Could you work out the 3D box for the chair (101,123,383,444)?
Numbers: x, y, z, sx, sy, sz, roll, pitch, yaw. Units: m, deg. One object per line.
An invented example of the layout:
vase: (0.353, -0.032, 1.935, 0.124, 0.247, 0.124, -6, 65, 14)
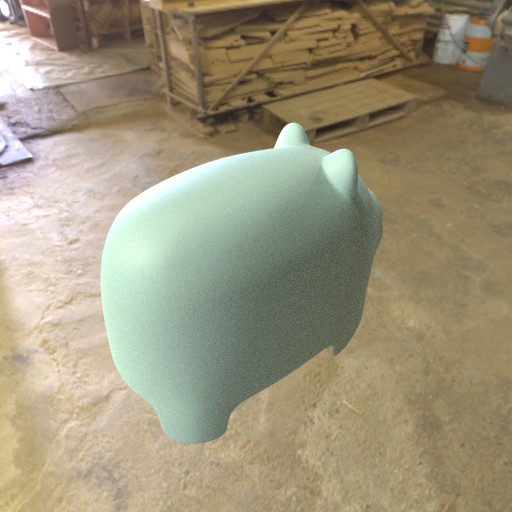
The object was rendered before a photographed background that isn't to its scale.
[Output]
chair: (0.000, 0.000, 0.870, 0.619, 0.423, 0.364, -25, 46, -27)
